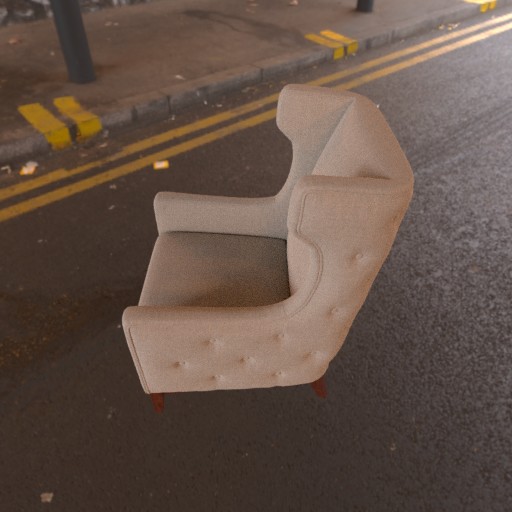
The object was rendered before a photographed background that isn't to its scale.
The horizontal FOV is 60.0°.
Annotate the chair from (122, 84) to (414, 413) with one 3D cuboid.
[{"bbox_3d":[0.000,0.000,1.714,0.899,1.079,0.778,-1,41,-1],"label":"chair"}]
